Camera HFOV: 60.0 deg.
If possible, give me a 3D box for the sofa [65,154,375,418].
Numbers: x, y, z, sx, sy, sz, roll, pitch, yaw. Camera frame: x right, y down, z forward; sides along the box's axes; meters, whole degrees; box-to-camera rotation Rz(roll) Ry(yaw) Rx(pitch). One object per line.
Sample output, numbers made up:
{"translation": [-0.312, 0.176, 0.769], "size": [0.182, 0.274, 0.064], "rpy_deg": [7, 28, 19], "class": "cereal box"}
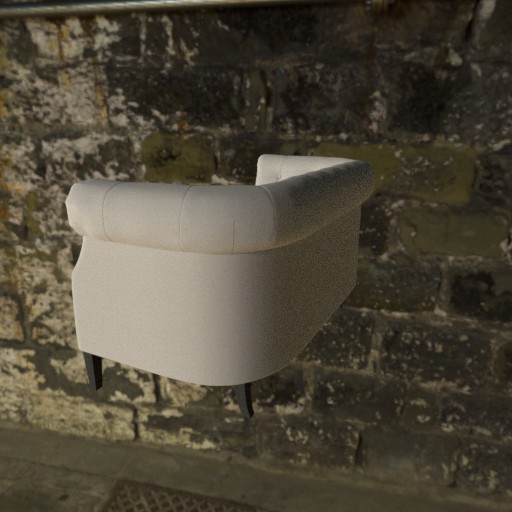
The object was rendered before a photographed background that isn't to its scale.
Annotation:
{"translation": [0.000, 0.000, 2.044], "size": [0.835, 0.827, 1.558], "rpy_deg": [8, 19, 26], "class": "sofa"}
